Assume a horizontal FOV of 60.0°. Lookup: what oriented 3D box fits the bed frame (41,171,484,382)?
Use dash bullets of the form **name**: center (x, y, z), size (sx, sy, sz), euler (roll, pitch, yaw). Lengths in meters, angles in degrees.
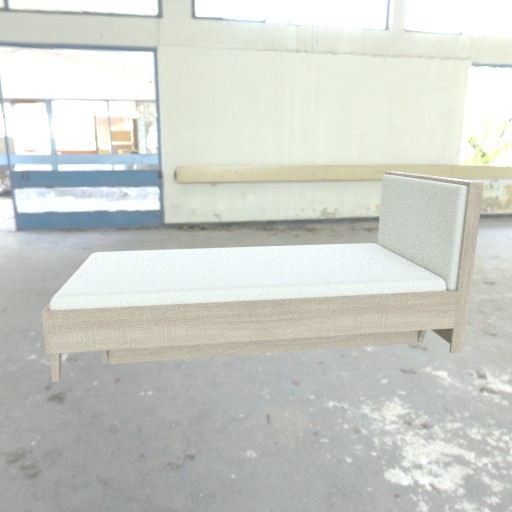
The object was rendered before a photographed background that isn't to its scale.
- **bed frame**: center (0.000, 0.000, 2.632), size (2.140, 0.920, 0.990), euler (-2, 14, -8)
